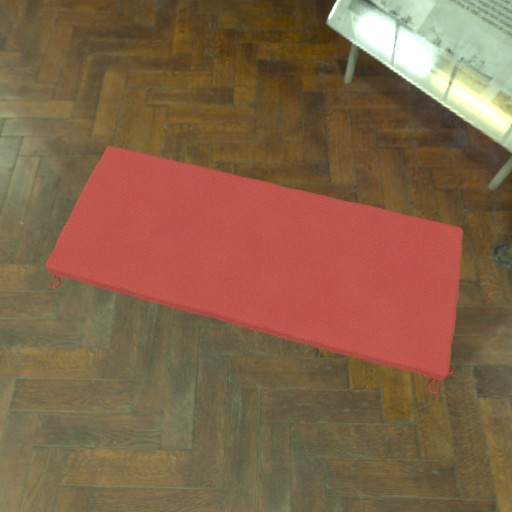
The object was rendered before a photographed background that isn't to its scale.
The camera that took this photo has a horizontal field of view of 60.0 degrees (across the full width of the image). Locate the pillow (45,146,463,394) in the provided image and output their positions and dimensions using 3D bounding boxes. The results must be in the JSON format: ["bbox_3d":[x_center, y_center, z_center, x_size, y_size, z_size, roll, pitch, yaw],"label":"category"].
[{"bbox_3d":[0.000,0.000,1.303,1.187,0.081,0.492,14,65,7],"label":"pillow"}]
